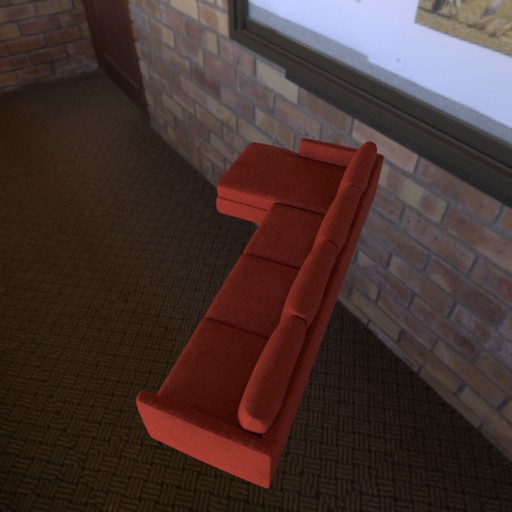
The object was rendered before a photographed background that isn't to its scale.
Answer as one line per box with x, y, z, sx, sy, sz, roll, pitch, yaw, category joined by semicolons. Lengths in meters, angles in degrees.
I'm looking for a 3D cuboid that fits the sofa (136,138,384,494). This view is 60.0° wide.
0.000;0.000;2.873;1.136;0.663;2.467;16;48;15;sofa
